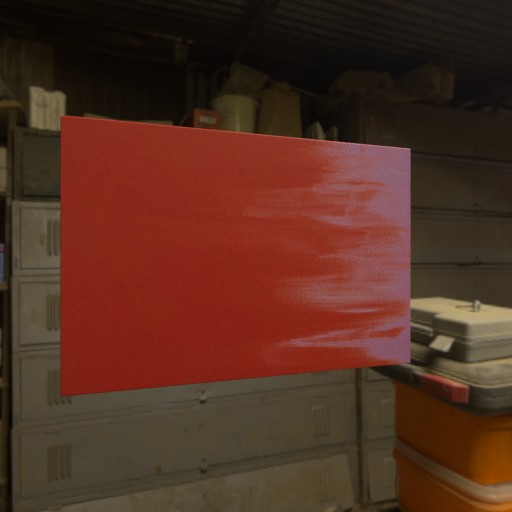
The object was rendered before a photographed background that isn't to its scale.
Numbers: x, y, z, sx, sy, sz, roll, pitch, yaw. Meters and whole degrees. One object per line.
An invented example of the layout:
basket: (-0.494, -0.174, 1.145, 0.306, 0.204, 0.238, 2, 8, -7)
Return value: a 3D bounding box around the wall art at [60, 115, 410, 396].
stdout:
wall art: (0.000, 0.000, 0.752, 0.607, 0.405, 0.033, 0, 0, -19)
